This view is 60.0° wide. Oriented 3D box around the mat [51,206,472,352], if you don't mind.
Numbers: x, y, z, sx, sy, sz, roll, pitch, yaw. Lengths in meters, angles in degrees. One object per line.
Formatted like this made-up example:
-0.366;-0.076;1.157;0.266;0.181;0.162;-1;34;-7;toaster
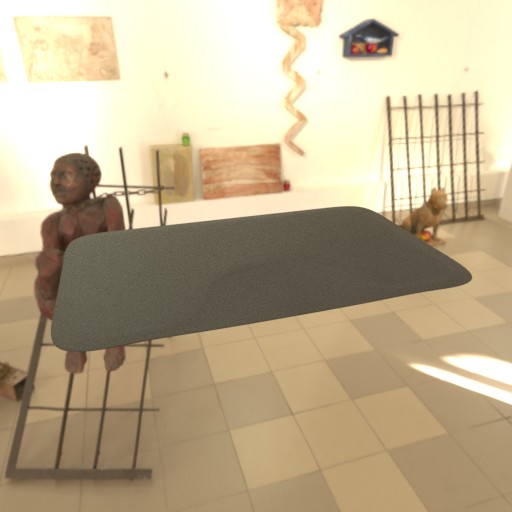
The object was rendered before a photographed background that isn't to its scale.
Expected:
0.000;0.000;1.839;1.524;0.013;0.918;-8;27;-16;mat
